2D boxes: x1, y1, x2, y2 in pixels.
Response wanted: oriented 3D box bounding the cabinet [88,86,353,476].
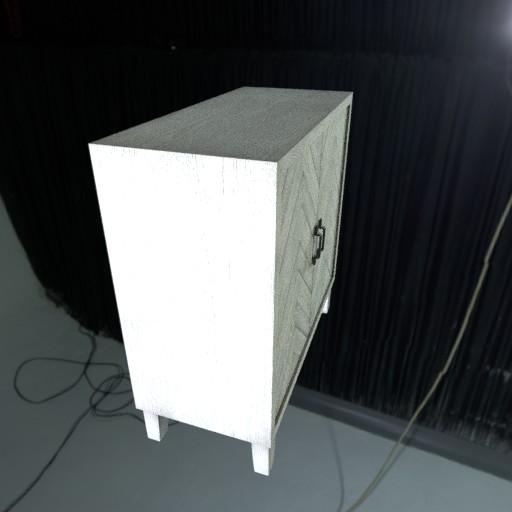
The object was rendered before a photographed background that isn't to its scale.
[{"bbox_3d":[0.000,0.000,1.248,0.370,0.787,0.781,9,30,17],"label":"cabinet"}]
